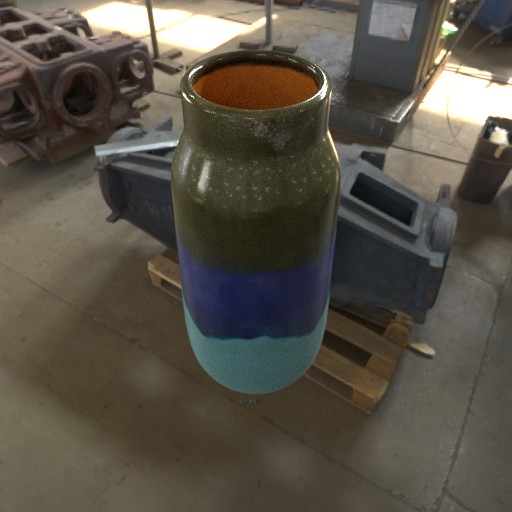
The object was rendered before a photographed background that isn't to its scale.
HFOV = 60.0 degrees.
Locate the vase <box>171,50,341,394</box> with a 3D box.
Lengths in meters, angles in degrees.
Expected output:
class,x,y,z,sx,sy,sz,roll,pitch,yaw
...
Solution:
class,x,y,z,sx,sy,sz,roll,pitch,yaw
vase,0.000,0.000,0.382,0.139,0.313,0.139,0,46,0
